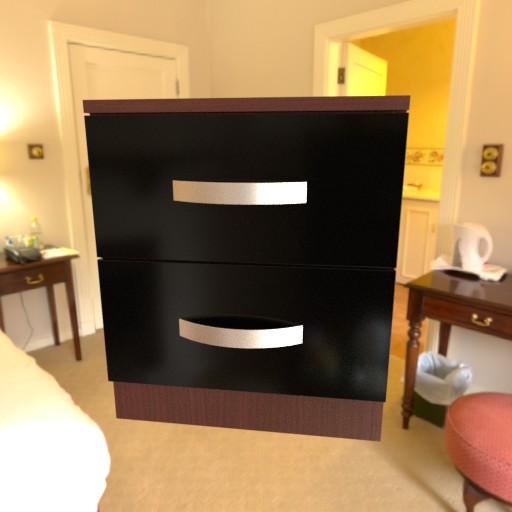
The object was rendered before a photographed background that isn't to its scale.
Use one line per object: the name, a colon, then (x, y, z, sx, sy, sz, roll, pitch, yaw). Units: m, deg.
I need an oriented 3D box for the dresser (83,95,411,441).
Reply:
dresser: (0.000, 0.000, 0.738, 0.400, 0.470, 0.360, 2, 14, 8)
